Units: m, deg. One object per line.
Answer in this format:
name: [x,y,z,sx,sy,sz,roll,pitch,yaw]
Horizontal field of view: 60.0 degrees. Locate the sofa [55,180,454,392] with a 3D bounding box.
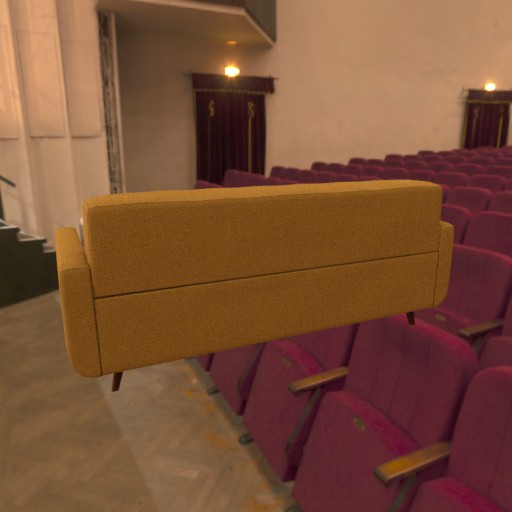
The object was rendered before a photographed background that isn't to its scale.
sofa: [0.000,0.000,2.482,2.029,0.841,0.909,-7,16,-24]
